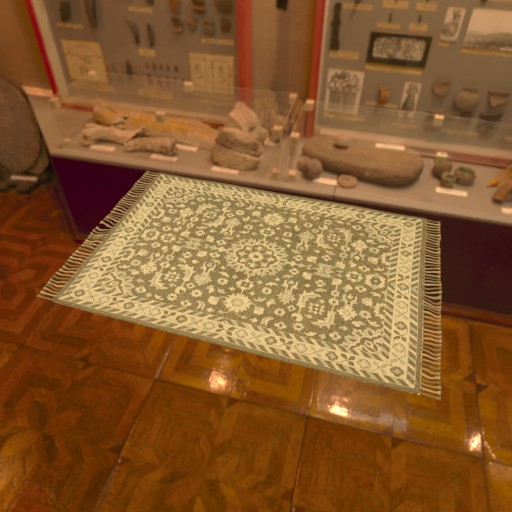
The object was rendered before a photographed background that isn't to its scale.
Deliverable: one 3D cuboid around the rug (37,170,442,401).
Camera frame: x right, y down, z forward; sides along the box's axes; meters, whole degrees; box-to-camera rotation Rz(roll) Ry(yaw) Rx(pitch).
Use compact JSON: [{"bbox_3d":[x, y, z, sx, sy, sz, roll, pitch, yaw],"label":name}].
[{"bbox_3d":[0.000,0.000,3.036,2.431,0.025,1.530,12,44,12],"label":"rug"}]
